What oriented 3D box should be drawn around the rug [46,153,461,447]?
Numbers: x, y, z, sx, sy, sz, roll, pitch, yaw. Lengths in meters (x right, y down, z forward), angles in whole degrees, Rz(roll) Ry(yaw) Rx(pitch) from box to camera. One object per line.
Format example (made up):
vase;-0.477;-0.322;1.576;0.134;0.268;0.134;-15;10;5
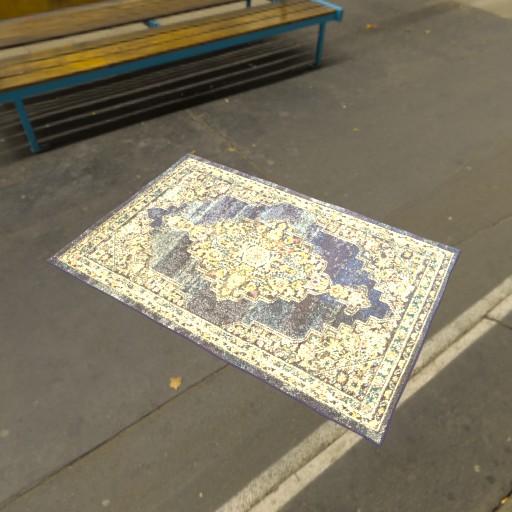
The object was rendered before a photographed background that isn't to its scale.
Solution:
rug;0.000;0.000;2.271;1.781;0.012;1.184;24;50;22
